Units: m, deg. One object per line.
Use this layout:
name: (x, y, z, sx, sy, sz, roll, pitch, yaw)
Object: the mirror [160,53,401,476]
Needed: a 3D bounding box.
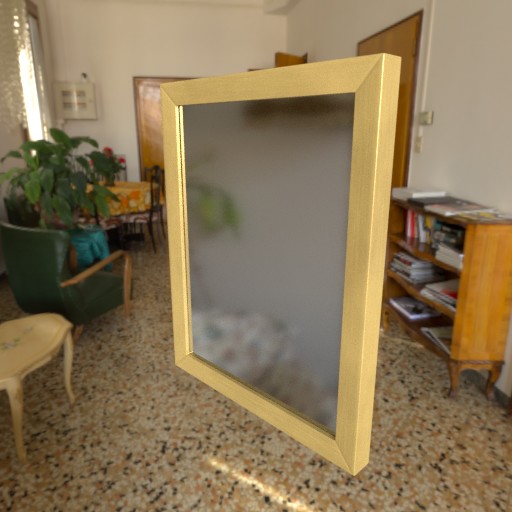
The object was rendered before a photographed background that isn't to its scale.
mirror: (0.000, 0.000, 0.662, 0.041, 0.508, 0.405, -15, 21, -42)
